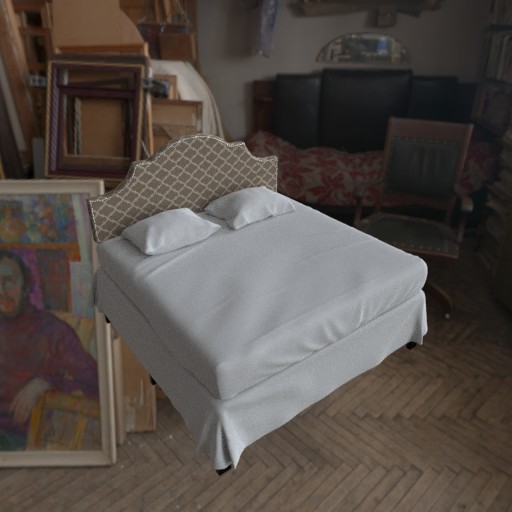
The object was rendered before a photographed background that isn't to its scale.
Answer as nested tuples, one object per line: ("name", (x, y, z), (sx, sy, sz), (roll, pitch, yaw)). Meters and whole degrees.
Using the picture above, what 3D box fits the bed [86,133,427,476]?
("bed", (0.000, 0.000, 3.647), (2.314, 1.601, 2.222), (-20, 36, -31))
